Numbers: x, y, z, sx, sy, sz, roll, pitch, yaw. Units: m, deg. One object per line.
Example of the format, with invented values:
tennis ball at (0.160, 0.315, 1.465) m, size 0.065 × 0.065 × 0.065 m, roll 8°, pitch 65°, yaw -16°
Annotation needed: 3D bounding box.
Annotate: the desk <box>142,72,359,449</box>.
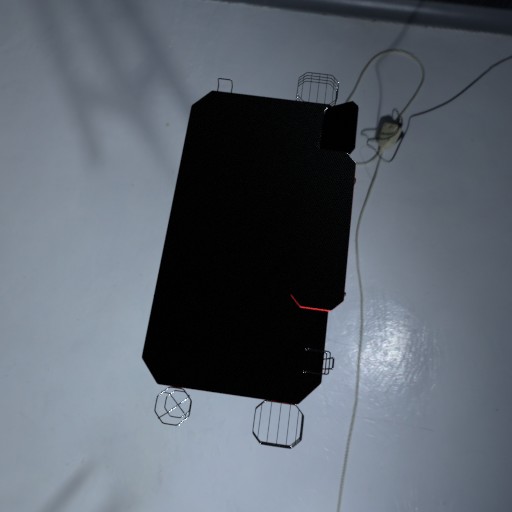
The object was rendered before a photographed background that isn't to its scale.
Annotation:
desk at (0.000, 0.000, 1.745) m, size 0.588 × 0.913 × 1.280 m, roll 8°, pitch 76°, yaw 2°
